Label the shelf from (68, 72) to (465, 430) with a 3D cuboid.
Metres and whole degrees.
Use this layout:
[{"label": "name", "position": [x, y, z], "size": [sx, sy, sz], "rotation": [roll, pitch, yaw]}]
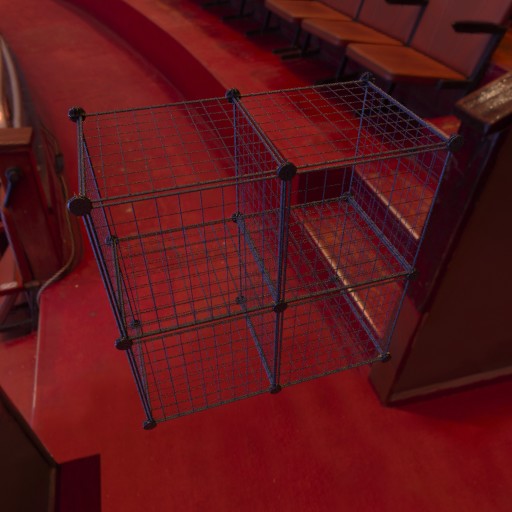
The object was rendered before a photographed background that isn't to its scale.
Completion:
[{"label": "shelf", "position": [0.000, 0.000, 1.107], "size": [0.711, 0.711, 0.356], "rotation": [-12, 43, -13]}]
